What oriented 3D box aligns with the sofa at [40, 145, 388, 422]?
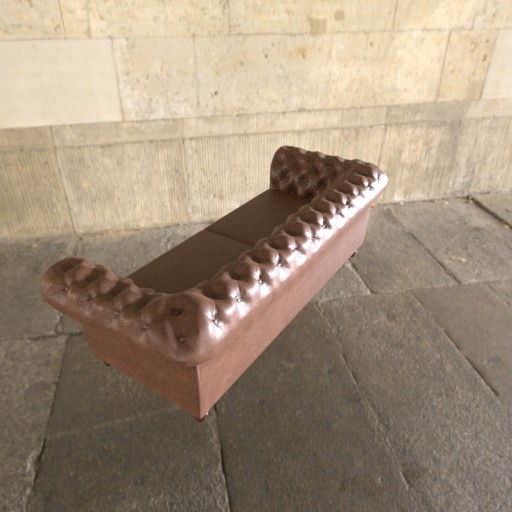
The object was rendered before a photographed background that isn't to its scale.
[{"bbox_3d":[0.000,0.000,2.886,0.944,0.783,2.385,19,37,28],"label":"sofa"}]
